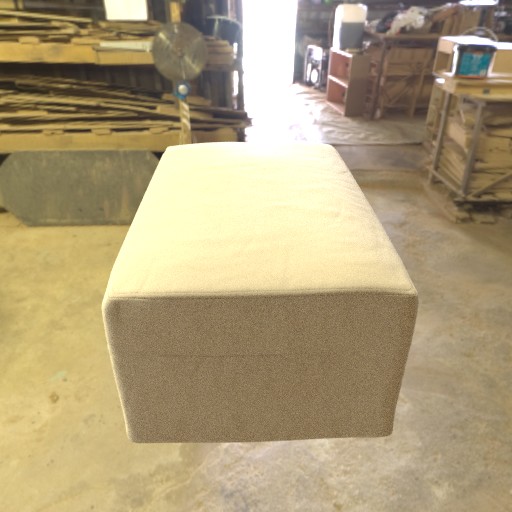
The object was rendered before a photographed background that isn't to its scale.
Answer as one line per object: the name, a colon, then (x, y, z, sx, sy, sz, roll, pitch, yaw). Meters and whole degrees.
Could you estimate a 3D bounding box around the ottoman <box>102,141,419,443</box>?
ottoman: (0.000, 0.000, 1.198, 0.590, 0.444, 0.872, -1, 32, -2)
